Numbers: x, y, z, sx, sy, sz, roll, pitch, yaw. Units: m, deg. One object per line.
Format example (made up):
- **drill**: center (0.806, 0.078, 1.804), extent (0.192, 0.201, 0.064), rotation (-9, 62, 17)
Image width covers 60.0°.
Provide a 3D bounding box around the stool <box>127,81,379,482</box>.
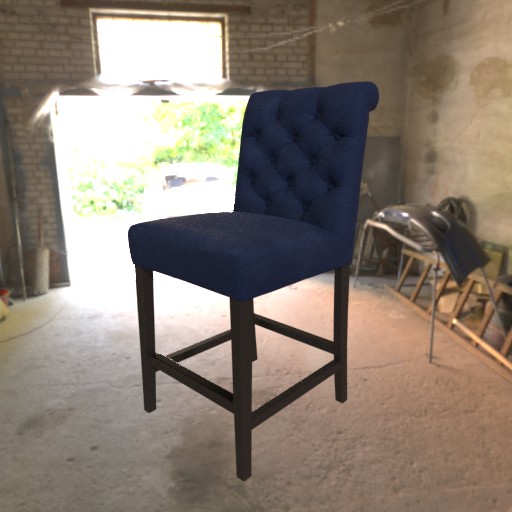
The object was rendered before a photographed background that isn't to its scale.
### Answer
- **stool**: center (0.000, 0.000, 1.354), extent (0.493, 1.010, 0.601), rotation (14, 20, 42)
